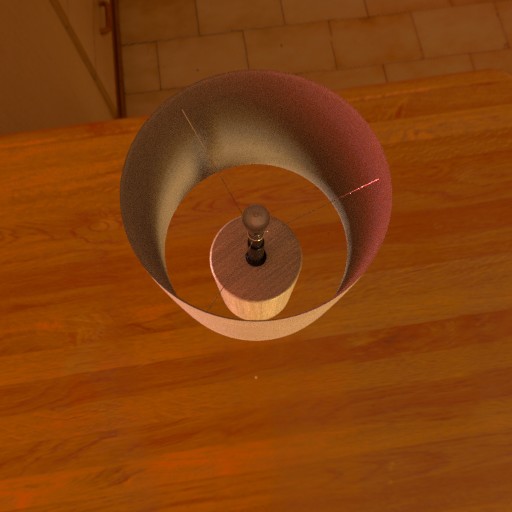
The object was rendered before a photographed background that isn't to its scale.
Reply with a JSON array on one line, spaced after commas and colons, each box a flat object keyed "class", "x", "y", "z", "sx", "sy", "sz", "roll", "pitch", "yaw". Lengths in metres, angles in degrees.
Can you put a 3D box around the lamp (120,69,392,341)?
[{"class": "lamp", "x": 0.000, "y": 0.000, "z": 0.582, "sx": 0.228, "sy": 0.444, "sz": 0.228, "roll": -37, "pitch": 78, "yaw": -9}]
